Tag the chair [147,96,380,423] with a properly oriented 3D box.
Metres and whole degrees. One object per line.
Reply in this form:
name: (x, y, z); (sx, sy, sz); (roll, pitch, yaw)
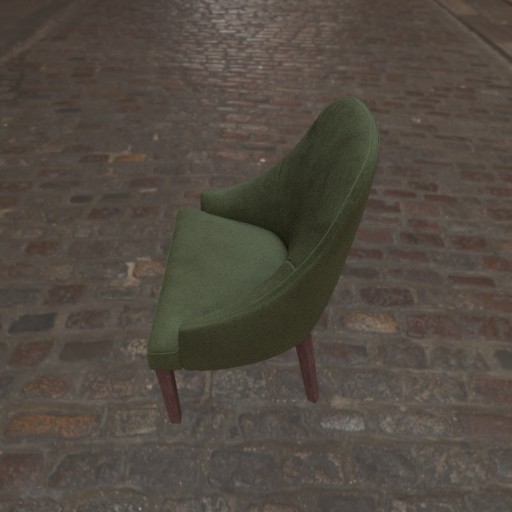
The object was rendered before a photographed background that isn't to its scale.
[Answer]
chair: (0.000, 0.000, 1.335); (0.575, 0.889, 0.643); (0, 42, 0)
